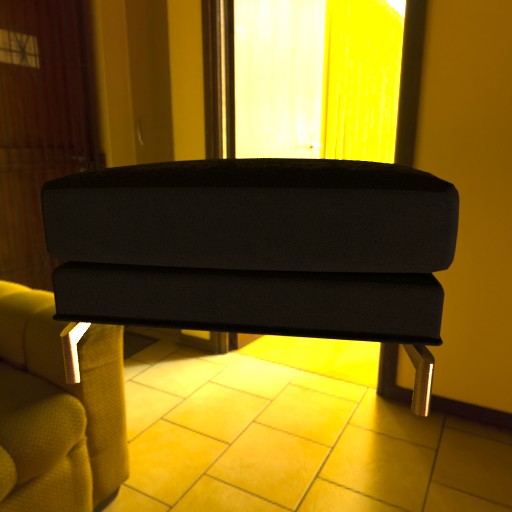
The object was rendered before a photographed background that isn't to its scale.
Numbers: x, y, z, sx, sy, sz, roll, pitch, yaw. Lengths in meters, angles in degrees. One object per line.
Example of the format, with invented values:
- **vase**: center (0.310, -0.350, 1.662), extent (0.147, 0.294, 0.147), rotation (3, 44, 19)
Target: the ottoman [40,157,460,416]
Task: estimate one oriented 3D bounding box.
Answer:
- **ottoman**: center (0.000, 0.000, 1.159), extent (0.835, 0.498, 0.587), rotation (2, 14, 9)
